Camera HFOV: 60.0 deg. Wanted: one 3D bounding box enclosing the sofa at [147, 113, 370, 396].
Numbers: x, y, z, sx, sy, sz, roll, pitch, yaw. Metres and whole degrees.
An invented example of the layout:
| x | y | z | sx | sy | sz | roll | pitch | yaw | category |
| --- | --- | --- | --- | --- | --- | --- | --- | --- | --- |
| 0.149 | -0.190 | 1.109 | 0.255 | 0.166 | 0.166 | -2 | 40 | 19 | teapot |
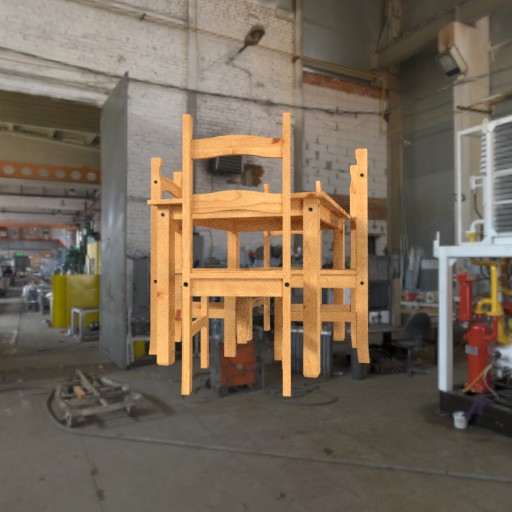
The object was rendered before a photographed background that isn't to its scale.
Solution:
| x | y | z | sx | sy | sz | roll | pitch | yaw | category |
| --- | --- | --- | --- | --- | --- | --- | --- | --- | --- |
| 0.000 | 0.000 | 2.293 | 1.144 | 1.000 | 1.529 | 0 | -1 | 18 | sofa |
